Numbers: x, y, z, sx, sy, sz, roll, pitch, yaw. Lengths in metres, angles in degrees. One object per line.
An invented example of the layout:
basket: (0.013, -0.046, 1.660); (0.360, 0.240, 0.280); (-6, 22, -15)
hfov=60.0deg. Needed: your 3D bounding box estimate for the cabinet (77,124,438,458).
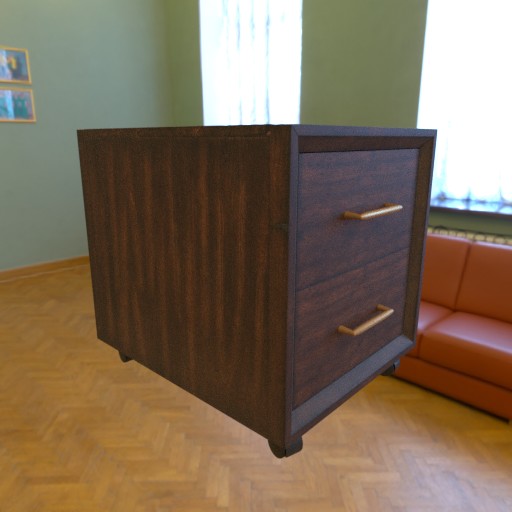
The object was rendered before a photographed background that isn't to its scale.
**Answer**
cabinet: (0.000, 0.000, 0.826); (0.500, 0.455, 0.402); (13, 20, 41)
